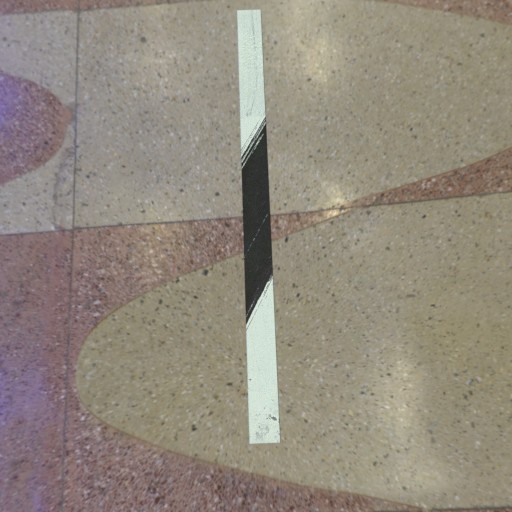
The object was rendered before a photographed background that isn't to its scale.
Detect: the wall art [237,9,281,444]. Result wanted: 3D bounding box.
[{"bbox_3d":[0.000,0.000,1.112,0.046,0.765,0.765,-2,75,0],"label":"wall art"}]
